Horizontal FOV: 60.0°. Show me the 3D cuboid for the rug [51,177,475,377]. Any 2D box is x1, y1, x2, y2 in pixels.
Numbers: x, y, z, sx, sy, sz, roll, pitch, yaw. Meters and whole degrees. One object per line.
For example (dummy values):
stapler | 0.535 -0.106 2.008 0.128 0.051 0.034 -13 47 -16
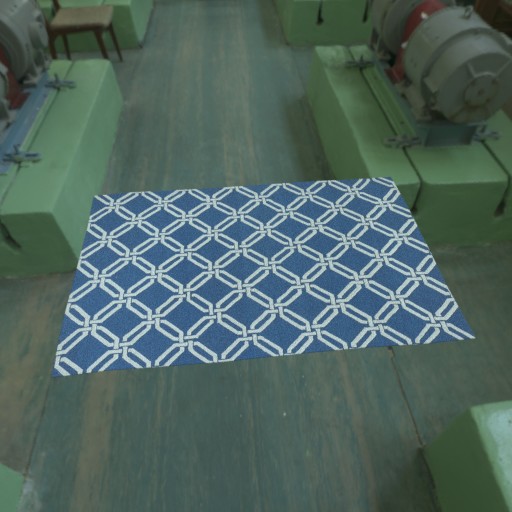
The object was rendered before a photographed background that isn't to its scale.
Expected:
rug | 0.000 0.000 2.198 1.755 0.010 1.153 -4 46 -4
